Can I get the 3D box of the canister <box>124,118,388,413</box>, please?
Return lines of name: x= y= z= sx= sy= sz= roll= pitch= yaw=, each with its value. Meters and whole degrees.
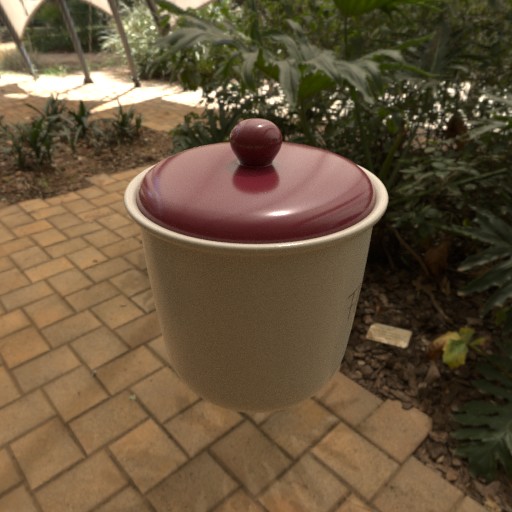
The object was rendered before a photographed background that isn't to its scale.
canister: x=0.000 y=0.000 z=0.344 sx=0.182 sy=0.208 sz=0.182 roll=0 pitch=31 yaw=0
